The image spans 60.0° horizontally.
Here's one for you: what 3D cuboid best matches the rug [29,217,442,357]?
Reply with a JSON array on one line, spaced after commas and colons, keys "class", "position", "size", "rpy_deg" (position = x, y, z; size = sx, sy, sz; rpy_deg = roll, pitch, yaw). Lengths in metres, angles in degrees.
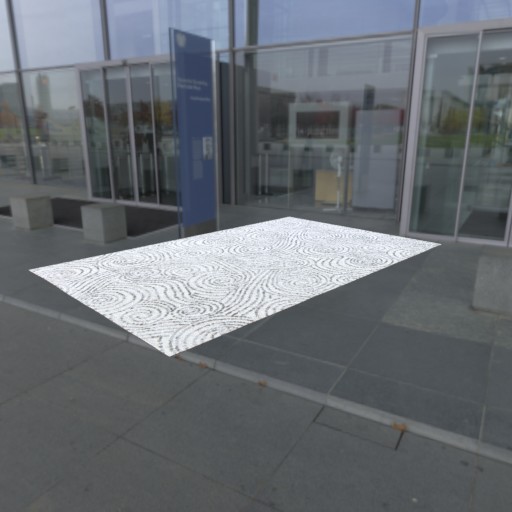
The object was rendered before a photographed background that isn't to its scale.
[{"class": "rug", "position": [0.000, 0.000, 3.034], "size": [2.439, 0.005, 1.524], "rpy_deg": [-15, 22, -43]}]
